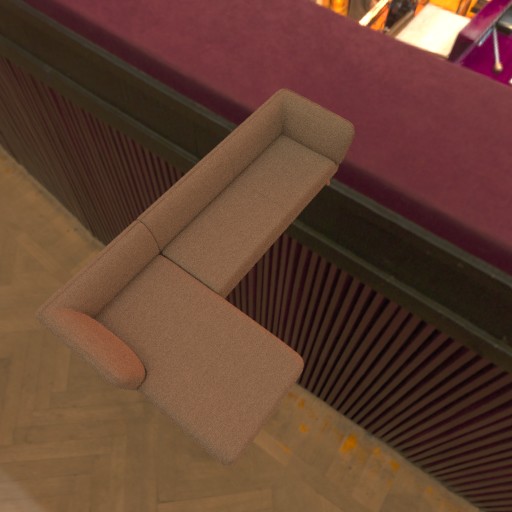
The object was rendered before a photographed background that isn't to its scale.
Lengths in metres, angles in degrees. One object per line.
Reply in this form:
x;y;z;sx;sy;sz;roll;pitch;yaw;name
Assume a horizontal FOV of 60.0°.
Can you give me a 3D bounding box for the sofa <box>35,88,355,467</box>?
0.000;0.000;3.315;1.532;0.693;2.653;34;65;18;sofa
